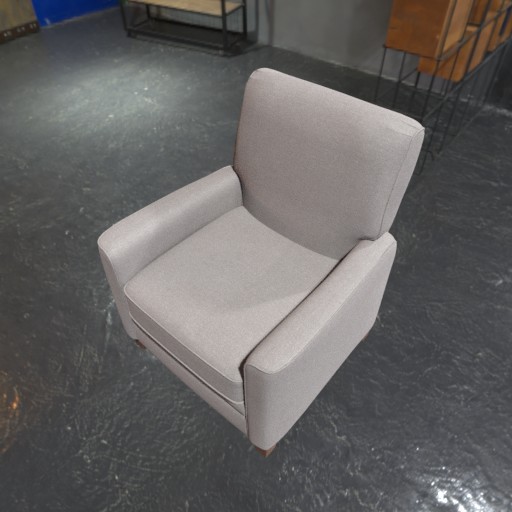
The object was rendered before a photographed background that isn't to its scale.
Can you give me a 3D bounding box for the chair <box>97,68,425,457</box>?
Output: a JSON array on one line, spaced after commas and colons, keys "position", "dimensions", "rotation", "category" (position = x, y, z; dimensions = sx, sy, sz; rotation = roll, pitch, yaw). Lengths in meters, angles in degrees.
[{"position": [0.000, 0.000, 1.638], "dimensions": [0.845, 1.023, 0.859], "rotation": [31, 53, 28], "category": "chair"}]
